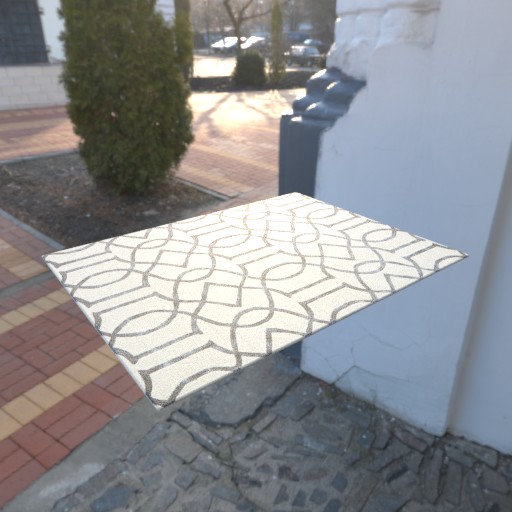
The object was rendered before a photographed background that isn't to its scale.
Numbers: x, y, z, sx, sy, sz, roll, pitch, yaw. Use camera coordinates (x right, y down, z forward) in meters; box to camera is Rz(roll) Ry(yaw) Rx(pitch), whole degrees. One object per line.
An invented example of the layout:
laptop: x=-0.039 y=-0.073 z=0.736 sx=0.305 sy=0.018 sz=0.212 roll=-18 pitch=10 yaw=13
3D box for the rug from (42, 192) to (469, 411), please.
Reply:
rug: x=0.000 y=0.000 z=3.773 sx=2.910 sy=0.021 sz=2.211 roll=-18 pitch=31 yaw=-33
